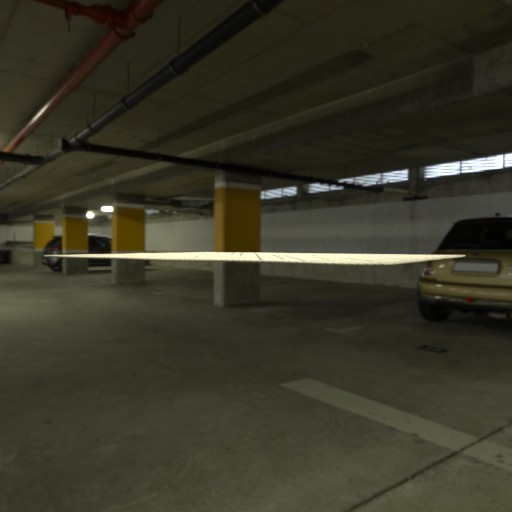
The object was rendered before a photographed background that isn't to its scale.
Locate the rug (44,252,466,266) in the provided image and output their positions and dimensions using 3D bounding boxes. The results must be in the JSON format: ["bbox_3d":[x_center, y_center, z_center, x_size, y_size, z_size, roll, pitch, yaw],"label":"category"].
[{"bbox_3d":[0.000,0.000,4.353,3.381,0.026,2.436,1,2,35],"label":"rug"}]
